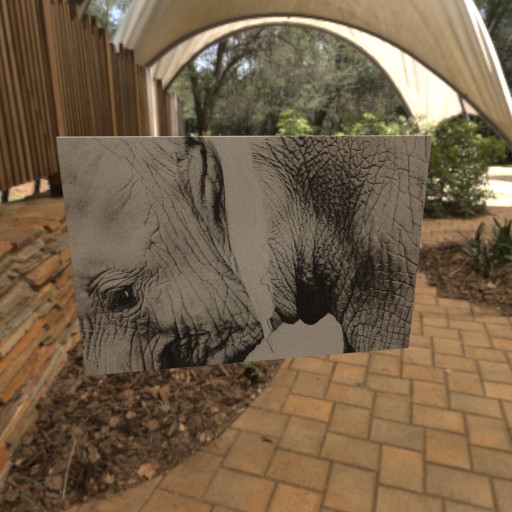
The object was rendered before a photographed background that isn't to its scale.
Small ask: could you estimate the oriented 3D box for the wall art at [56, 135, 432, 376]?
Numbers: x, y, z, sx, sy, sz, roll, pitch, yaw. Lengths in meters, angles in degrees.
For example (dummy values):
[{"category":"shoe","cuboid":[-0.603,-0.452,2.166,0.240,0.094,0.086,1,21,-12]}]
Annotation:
[{"category":"wall art","cuboid":[0.000,0.000,1.163,0.914,0.607,0.023,-3,17,-9]}]
